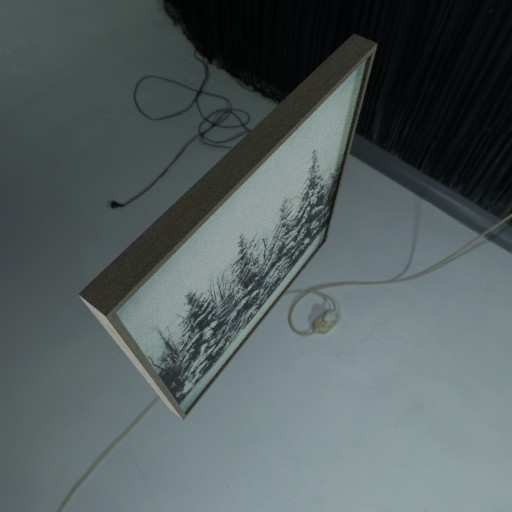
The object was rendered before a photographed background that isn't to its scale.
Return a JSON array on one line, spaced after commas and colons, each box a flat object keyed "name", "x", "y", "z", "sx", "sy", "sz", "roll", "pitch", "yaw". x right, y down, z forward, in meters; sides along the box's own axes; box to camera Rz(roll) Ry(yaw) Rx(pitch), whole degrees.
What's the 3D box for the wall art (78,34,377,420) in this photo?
[{"name": "wall art", "x": 0.000, "y": 0.000, "z": 0.733, "sx": 0.037, "sy": 0.507, "sz": 0.507, "roll": 33, "pitch": 65, "yaw": 18}]
